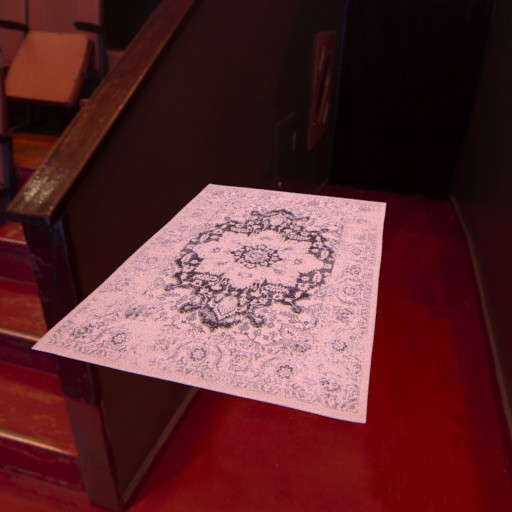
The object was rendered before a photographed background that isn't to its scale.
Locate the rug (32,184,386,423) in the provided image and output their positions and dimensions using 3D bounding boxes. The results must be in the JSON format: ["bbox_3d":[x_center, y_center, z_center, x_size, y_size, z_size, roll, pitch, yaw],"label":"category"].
[{"bbox_3d":[0.000,0.000,2.256,1.223,0.008,1.813,8,31,14],"label":"rug"}]
